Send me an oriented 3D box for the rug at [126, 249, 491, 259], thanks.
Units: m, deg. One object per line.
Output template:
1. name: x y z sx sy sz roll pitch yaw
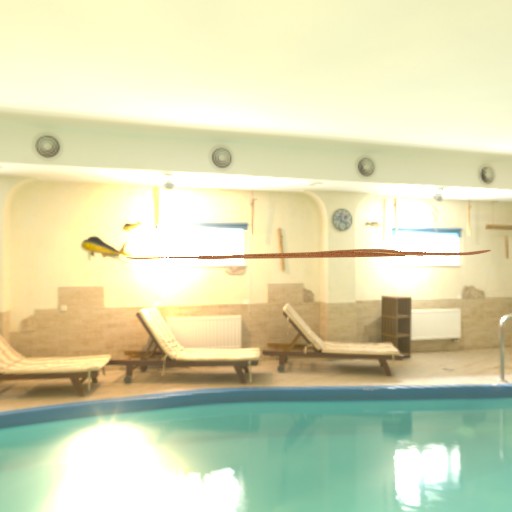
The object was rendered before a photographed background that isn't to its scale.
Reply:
1. rug: 0.000 0.000 2.692 0.799 0.030 2.444 1 -1 -35
